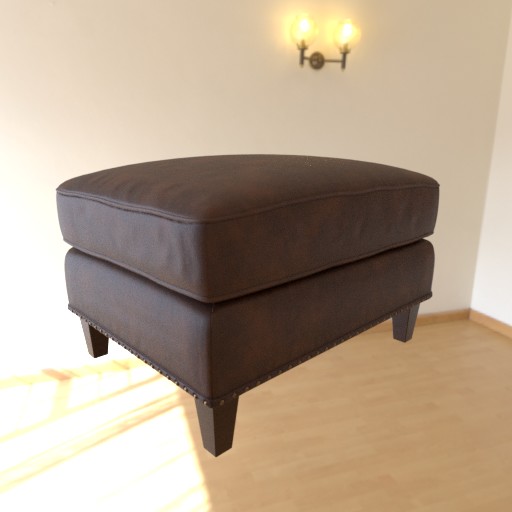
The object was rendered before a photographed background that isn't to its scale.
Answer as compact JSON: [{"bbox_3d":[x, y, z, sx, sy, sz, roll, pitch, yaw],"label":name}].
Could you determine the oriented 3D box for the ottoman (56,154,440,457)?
[{"bbox_3d":[0.000,0.000,1.090,0.742,0.486,0.586,-14,20,-42],"label":"ottoman"}]
